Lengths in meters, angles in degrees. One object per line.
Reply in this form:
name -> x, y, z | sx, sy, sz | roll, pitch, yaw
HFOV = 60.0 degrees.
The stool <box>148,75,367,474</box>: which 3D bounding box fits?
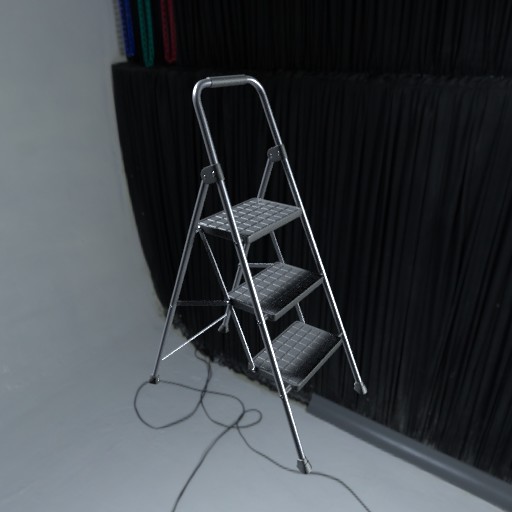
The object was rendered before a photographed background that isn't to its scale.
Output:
stool -> 0.000, 0.000, 1.496 | 0.733, 1.121, 0.473 | 17, 30, 32
